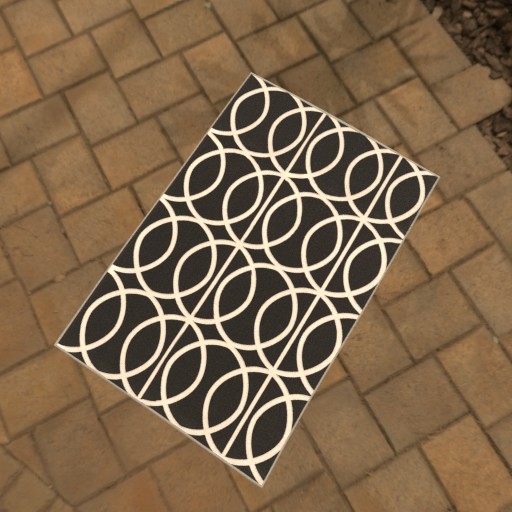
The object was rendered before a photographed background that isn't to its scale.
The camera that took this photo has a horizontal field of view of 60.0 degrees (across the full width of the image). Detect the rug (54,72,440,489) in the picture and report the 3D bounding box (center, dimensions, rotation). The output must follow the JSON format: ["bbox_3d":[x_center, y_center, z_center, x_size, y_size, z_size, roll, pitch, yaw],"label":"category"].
[{"bbox_3d":[0.000,0.000,2.870,1.528,0.014,2.294,31,78,7],"label":"rug"}]
